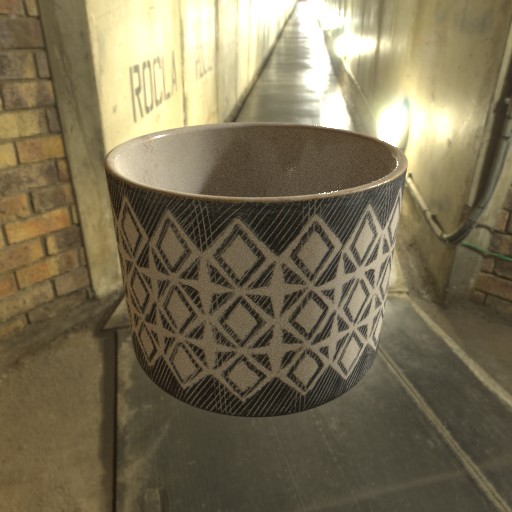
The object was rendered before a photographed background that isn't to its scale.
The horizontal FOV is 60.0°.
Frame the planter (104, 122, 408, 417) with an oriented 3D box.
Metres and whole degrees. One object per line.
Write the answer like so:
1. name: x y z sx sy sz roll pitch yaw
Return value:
1. planter: 0.000 0.000 0.216 0.126 0.104 0.126 0 27 0
